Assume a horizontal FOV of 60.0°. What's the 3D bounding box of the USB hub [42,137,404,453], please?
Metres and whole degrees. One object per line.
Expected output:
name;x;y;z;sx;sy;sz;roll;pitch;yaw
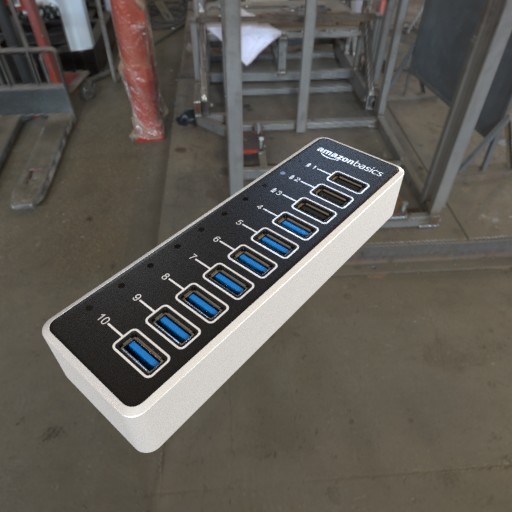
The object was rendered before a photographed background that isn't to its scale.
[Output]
USB hub;0.000;0.000;0.165;0.044;0.023;0.145;31;53;28
